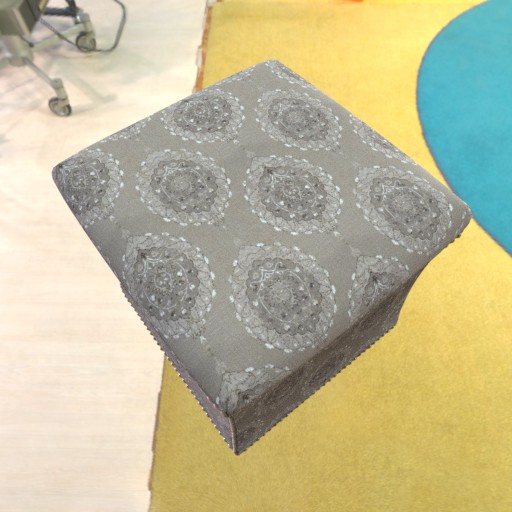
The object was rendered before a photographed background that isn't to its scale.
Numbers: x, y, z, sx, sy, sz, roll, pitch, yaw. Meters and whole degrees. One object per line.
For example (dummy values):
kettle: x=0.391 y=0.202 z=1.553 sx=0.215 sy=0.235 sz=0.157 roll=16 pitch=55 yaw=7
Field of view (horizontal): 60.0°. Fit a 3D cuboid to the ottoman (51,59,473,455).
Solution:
ottoman: x=0.000 y=0.000 z=0.866 sx=0.497 sy=0.473 sz=0.507 roll=-33 pitch=64 yaw=-19
